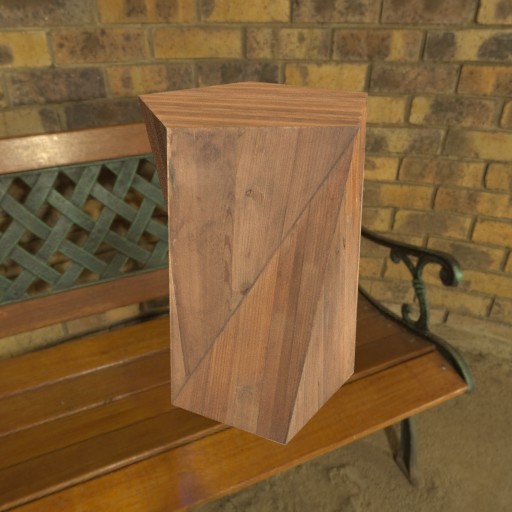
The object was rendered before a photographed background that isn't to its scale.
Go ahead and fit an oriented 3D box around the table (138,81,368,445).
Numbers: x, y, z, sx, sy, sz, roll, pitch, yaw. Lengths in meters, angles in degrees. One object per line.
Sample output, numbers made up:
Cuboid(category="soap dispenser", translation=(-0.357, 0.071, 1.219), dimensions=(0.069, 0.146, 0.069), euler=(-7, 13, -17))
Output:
Cuboid(category="table", translation=(0.000, 0.000, 0.899), dimensions=(0.425, 0.604, 0.441), euler=(19, 35, 29))
